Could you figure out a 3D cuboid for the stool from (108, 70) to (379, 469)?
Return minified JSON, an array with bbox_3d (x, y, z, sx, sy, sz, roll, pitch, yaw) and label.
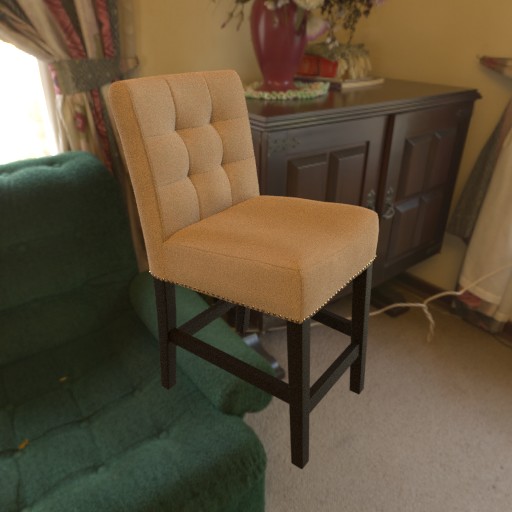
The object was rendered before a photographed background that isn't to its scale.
[{"bbox_3d":[0.000,0.000,1.193,0.571,0.885,0.427,19,33,33],"label":"stool"}]
